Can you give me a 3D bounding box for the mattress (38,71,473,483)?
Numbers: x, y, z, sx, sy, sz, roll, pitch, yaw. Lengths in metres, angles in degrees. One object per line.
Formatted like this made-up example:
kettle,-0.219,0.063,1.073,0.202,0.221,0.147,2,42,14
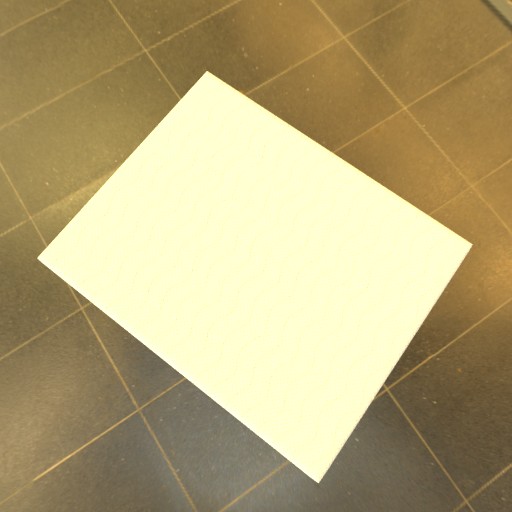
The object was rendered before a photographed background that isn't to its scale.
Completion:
mattress,0.000,0.000,2.695,2.000,0.230,1.600,36,78,9
